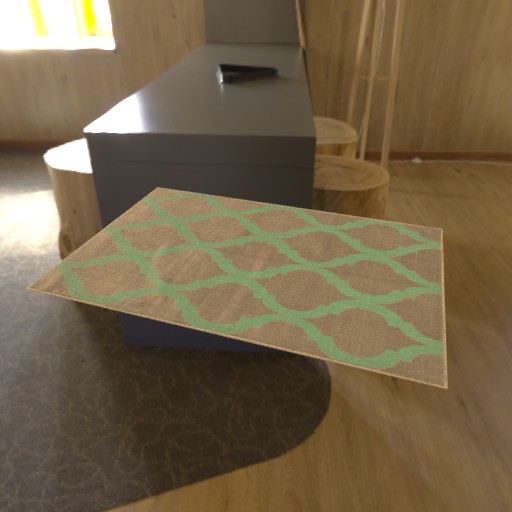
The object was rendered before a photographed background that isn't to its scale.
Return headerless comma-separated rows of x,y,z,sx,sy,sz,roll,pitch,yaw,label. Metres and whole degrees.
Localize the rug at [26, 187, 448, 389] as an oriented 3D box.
0.000,0.000,2.857,2.286,0.006,1.524,10,34,16,rug
